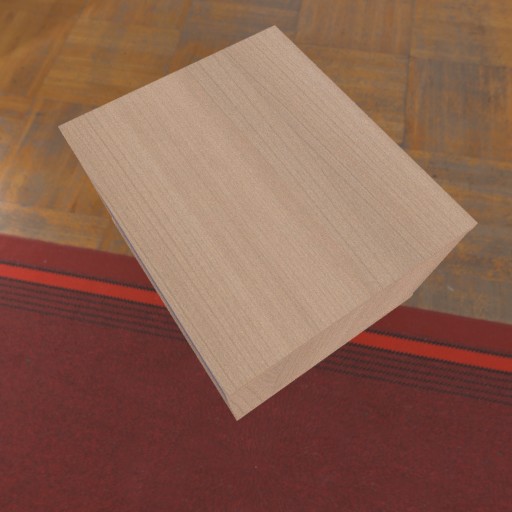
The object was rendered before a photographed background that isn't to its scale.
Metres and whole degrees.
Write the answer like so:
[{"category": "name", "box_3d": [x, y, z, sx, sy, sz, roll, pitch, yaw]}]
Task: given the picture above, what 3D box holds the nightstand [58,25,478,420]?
[{"category": "nightstand", "box_3d": [0.000, 0.000, 0.840, 0.380, 0.530, 0.450, -31, 69, -14]}]
